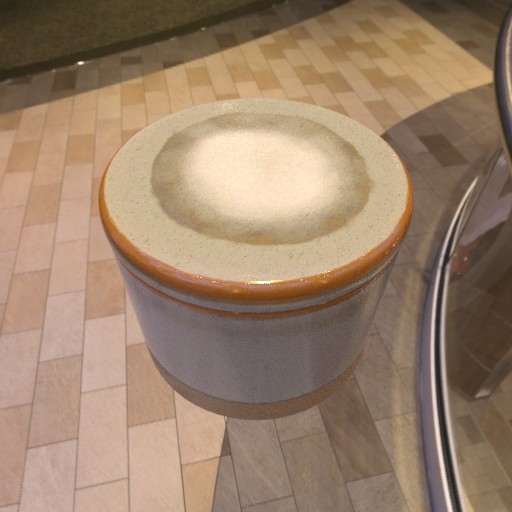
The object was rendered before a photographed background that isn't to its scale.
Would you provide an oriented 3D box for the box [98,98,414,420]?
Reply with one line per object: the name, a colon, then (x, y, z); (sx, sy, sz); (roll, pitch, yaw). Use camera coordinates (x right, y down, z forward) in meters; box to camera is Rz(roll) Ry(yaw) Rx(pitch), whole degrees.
box: (0.000, 0.000, 0.210); (0.123, 0.100, 0.123); (0, 46, 0)
